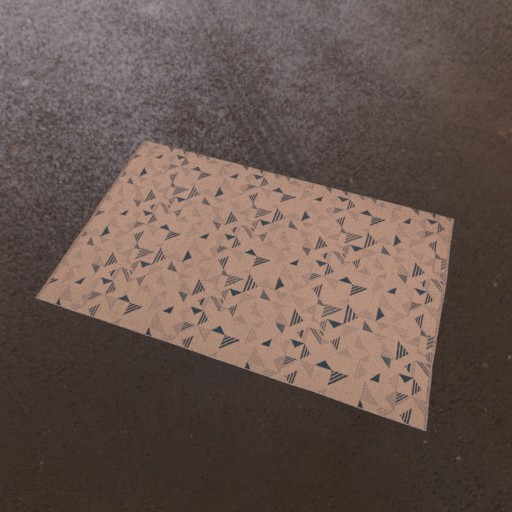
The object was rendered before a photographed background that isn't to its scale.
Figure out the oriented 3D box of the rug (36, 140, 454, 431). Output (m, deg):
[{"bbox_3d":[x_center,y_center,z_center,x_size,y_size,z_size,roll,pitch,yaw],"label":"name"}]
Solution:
[{"bbox_3d":[0.000,0.000,2.977,2.457,0.009,1.512,16,59,10],"label":"rug"}]
